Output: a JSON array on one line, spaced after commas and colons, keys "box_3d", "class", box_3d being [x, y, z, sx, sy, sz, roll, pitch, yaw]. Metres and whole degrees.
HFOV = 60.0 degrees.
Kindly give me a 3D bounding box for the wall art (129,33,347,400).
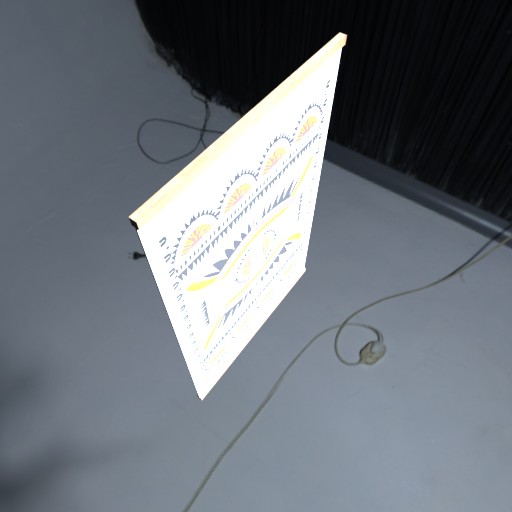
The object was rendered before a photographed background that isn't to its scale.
[{"box_3d": [0.000, 0.000, 1.929, 0.028, 1.533, 0.999, 32, 62, 19], "class": "wall art"}]
